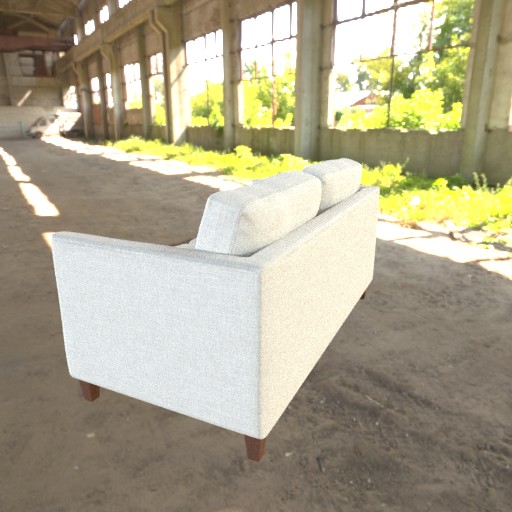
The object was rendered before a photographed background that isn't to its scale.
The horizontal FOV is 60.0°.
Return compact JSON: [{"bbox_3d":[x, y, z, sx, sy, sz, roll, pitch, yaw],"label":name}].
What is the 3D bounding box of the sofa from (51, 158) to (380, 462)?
[{"bbox_3d":[0.000,0.000,2.389,0.950,0.963,1.838,8,19,25],"label":"sofa"}]
